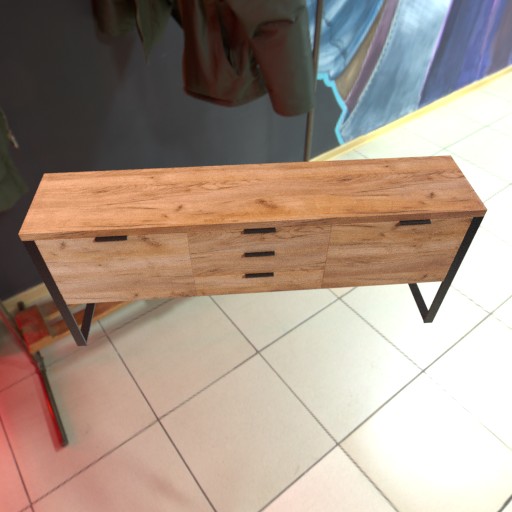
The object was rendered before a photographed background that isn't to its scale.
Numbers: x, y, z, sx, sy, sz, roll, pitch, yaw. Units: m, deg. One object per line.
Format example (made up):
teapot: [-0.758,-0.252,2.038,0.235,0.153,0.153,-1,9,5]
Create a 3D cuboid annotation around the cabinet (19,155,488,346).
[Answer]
cabinet: [0.000,0.000,2.097,1.800,0.762,0.395,-3,46,-3]
